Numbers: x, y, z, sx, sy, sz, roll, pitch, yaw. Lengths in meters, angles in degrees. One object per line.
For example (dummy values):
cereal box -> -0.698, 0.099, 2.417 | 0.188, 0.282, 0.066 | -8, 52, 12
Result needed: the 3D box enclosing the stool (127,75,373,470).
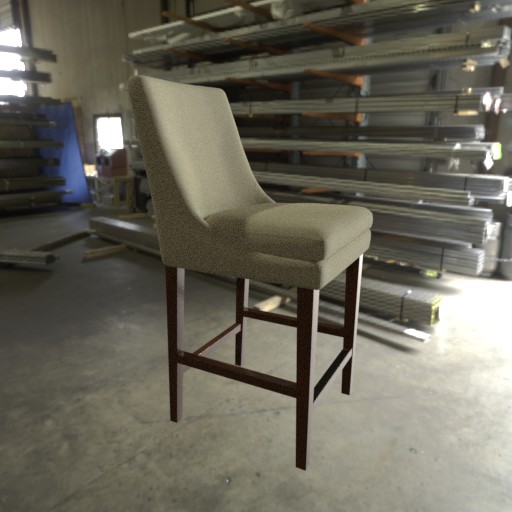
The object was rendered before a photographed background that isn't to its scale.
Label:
stool -> 0.000, 0.000, 1.305 | 0.577, 0.981, 0.470 | 8, 17, 27
